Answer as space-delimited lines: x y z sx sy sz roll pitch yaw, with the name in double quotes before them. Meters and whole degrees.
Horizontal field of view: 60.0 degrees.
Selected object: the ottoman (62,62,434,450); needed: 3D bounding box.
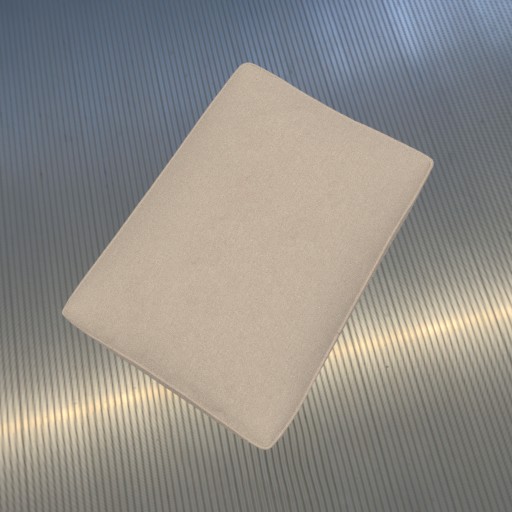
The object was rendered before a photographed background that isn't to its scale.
"ottoman" 0.000 0.000 1.010 0.501 0.456 0.665 31 77 8
